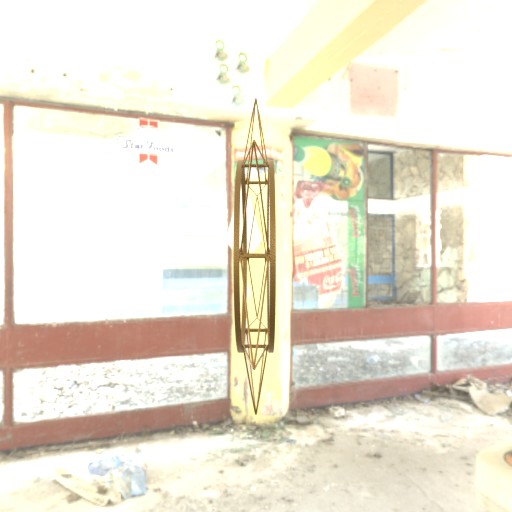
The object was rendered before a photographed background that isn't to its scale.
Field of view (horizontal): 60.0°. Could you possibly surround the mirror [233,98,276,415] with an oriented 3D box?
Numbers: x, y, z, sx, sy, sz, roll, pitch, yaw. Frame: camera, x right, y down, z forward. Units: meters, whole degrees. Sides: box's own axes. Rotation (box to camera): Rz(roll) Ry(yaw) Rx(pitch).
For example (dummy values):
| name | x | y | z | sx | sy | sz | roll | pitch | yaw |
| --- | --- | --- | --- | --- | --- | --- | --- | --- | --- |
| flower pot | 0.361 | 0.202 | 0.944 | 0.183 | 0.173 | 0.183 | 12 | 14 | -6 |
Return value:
| name | x | y | z | sx | sy | sz | roll | pitch | yaw |
| --- | --- | --- | --- | --- | --- | --- | --- | --- | --- |
| mirror | 0.000 | 0.000 | 0.813 | 0.062 | 0.581 | 0.498 | 0 | 0 | 1 |
